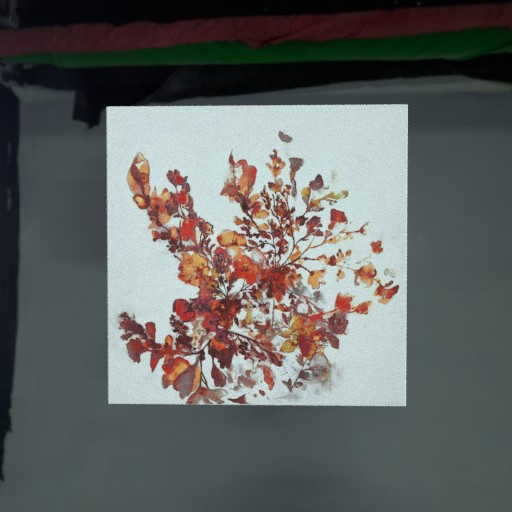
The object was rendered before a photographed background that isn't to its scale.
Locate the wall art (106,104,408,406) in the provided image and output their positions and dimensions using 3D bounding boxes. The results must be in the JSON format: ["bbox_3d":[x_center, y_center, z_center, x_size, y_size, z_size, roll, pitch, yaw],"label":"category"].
[{"bbox_3d":[0.000,0.000,1.515,1.009,1.009,0.049,0,1,1],"label":"wall art"}]
